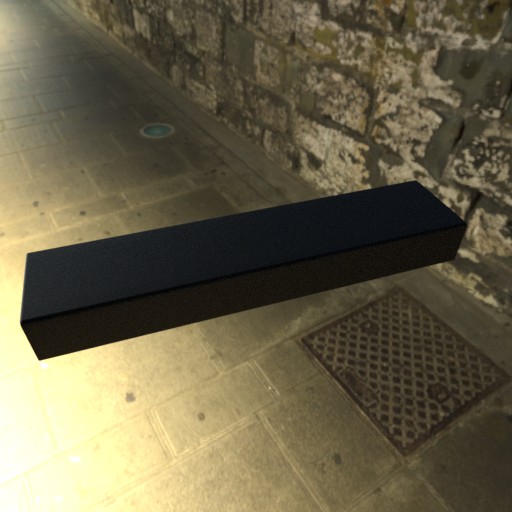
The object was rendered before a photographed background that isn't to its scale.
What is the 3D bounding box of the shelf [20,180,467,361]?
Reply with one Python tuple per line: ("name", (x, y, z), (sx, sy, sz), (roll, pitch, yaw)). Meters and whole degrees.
("shelf", (0.000, 0.000, 0.483), (0.456, 0.053, 0.102), (-12, 42, -14))
